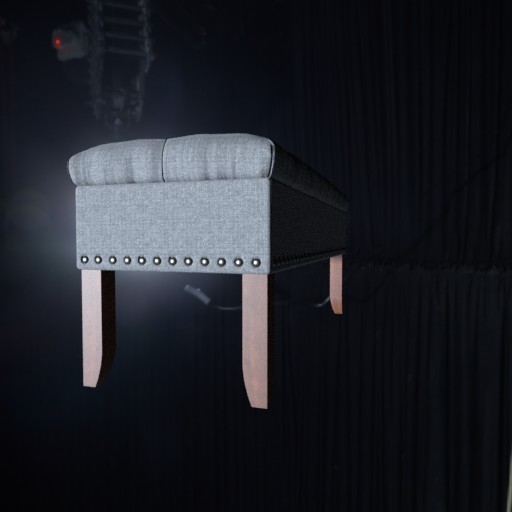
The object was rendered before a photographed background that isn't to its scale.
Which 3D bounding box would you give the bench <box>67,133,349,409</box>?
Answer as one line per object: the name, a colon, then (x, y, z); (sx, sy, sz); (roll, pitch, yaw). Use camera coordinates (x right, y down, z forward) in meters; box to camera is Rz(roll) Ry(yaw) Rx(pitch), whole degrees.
bench: (0.000, 0.000, 1.274); (0.417, 0.470, 1.052); (1, 2, 18)
